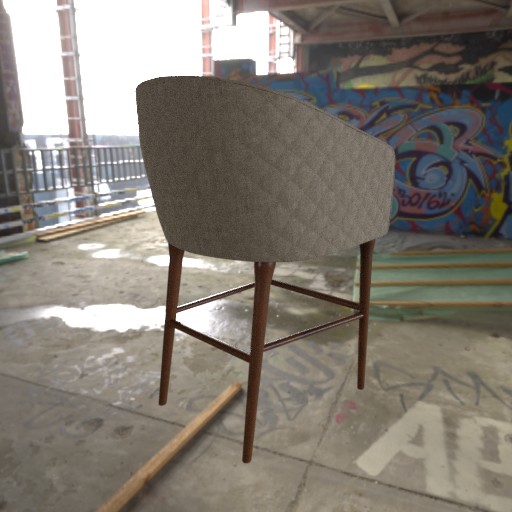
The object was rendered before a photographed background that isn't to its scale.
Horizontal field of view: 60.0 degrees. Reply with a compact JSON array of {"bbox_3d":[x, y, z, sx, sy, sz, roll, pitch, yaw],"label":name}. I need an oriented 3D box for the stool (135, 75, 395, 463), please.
[{"bbox_3d":[0.000,0.000,1.329,0.559,0.952,0.635,14,20,41],"label":"stool"}]
